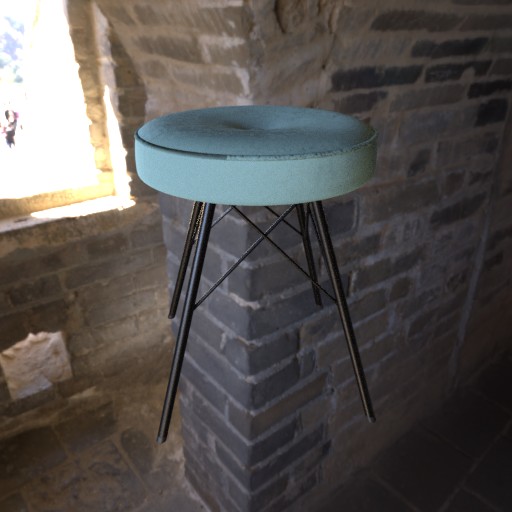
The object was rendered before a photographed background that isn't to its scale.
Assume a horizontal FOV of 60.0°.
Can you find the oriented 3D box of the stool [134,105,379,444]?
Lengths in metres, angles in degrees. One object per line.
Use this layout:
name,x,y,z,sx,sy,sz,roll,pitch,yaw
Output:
stool,0.000,0.000,0.864,0.458,0.519,0.457,1,27,1
